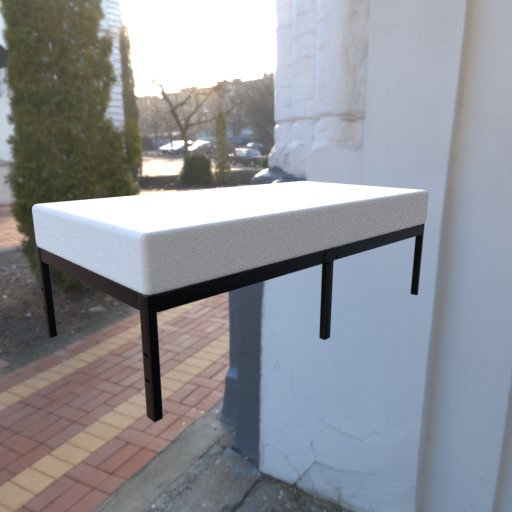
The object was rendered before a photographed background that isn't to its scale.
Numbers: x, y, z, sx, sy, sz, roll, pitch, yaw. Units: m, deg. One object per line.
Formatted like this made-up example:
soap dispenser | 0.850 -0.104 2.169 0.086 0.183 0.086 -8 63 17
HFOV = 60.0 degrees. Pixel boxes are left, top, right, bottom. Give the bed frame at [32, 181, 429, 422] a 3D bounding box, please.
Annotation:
bed frame | 0.000 0.000 2.442 1.950 0.659 1.023 -13 19 -42
